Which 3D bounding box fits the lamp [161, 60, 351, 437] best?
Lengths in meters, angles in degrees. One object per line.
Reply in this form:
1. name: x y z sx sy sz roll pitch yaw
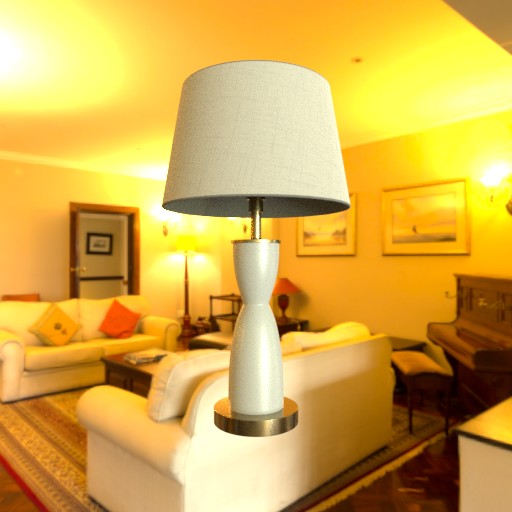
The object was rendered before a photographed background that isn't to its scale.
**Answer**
1. lamp: 0.000 0.000 0.737 0.309 0.545 0.309 0 -1 0
